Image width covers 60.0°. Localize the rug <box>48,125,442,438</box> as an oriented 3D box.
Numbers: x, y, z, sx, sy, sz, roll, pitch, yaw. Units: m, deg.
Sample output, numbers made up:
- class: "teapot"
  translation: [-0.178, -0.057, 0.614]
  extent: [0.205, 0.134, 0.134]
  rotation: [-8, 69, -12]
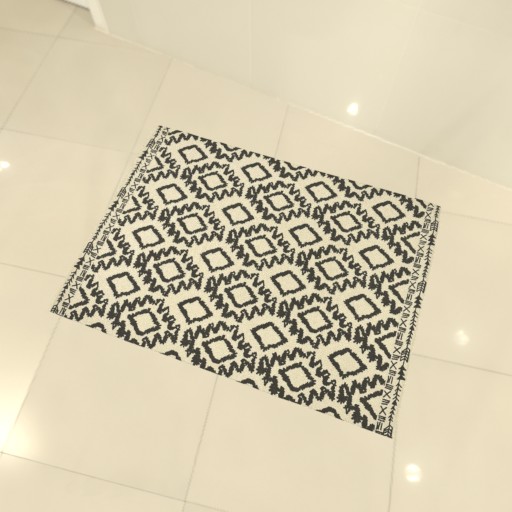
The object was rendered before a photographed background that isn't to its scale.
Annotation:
- class: "rug"
  translation: [0.000, 0.000, 4.455]
  extent: [3.369, 0.036, 2.444]
  rotation: [18, 66, 8]
